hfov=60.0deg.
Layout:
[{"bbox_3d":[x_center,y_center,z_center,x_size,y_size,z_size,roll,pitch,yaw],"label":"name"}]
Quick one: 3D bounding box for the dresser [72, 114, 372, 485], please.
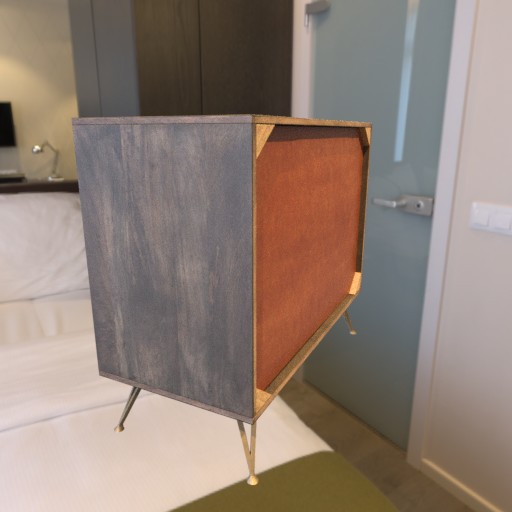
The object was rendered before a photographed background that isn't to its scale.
[{"bbox_3d":[0.000,0.000,1.376,0.453,0.801,0.923,8,17,26],"label":"dresser"}]
